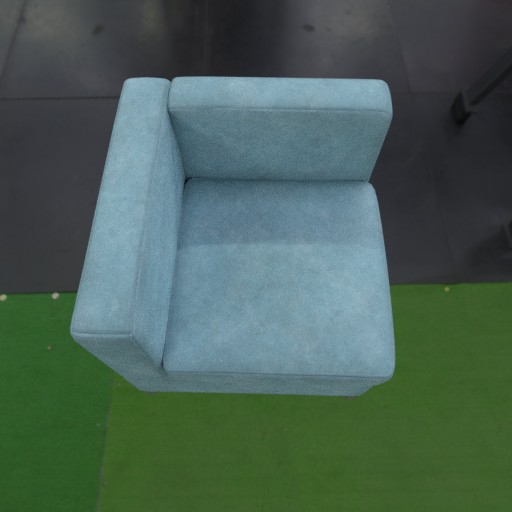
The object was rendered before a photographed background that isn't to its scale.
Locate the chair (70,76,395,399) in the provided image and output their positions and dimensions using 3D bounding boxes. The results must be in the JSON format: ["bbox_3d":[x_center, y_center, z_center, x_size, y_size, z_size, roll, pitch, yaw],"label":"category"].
[{"bbox_3d":[0.000,0.000,1.219,0.684,0.660,0.691,1,64,1],"label":"chair"}]
